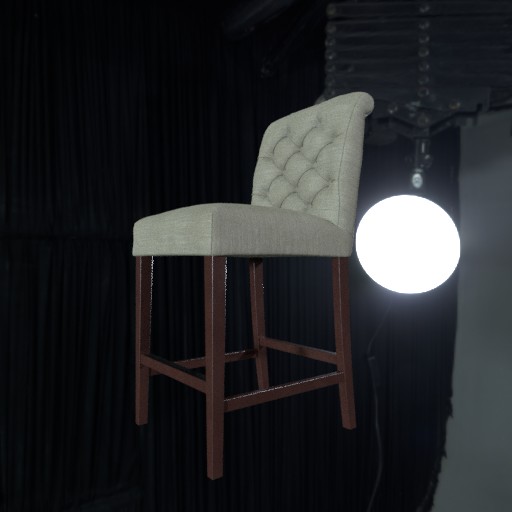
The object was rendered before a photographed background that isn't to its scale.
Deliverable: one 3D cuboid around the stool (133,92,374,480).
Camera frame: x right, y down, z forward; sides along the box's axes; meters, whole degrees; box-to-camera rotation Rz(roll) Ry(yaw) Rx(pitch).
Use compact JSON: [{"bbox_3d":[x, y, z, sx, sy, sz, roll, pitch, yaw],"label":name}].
[{"bbox_3d":[0.000,0.000,1.446,0.660,1.084,0.486,0,0,-38],"label":"stool"}]
